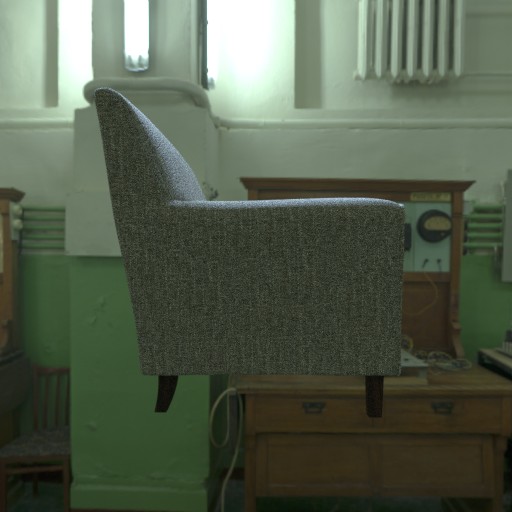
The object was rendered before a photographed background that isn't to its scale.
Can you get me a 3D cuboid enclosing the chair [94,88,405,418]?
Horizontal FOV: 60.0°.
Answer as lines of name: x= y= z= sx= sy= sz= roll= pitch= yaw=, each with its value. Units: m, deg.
chair: x=0.000 y=0.000 z=1.621 sx=0.873 sy=0.928 sz=0.864 roll=0 pitch=1 yaw=1
